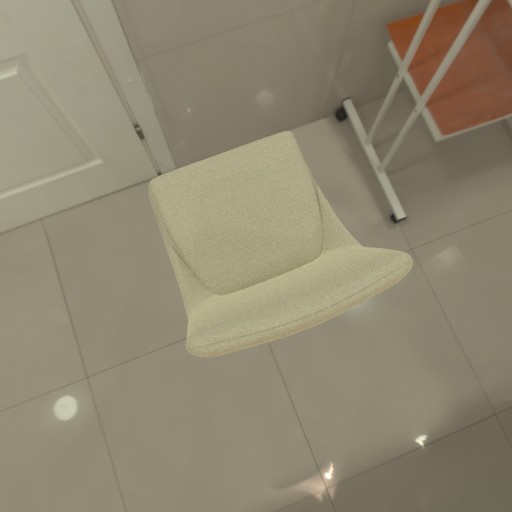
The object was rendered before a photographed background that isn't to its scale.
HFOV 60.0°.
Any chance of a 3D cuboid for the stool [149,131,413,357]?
[{"bbox_3d":[0.000,0.000,1.331,0.469,0.991,0.559,-21,76,-5],"label":"stool"}]
